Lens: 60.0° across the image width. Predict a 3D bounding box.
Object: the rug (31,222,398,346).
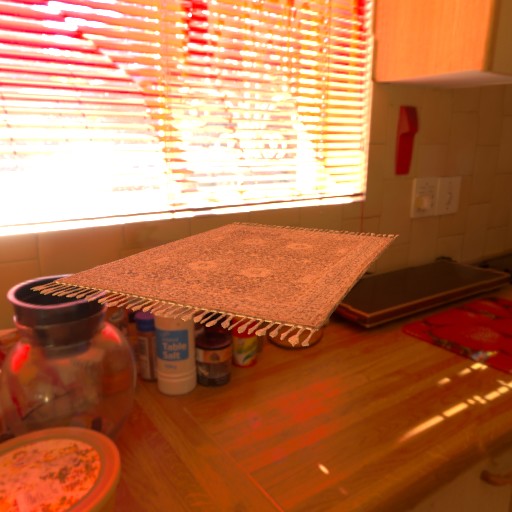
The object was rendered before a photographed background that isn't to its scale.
[{"bbox_3d":[0.000,0.000,3.139,1.619,0.023,2.465,7,16,25],"label":"rug"}]
